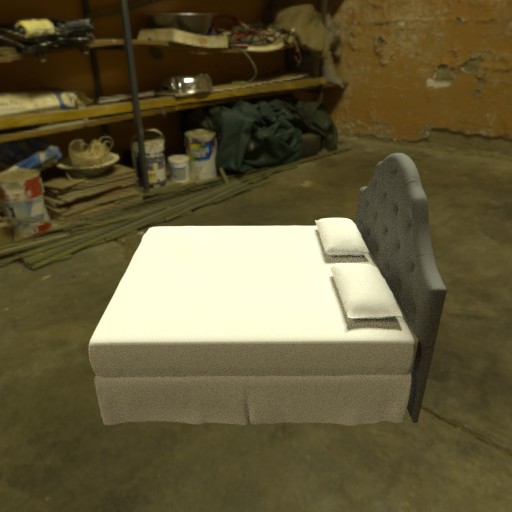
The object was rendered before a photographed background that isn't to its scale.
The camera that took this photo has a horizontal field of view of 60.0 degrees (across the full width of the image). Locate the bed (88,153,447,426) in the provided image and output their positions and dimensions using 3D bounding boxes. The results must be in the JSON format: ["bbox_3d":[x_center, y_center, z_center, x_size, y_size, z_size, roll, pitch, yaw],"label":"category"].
[{"bbox_3d":[0.000,0.000,3.560,2.214,1.615,2.008,0,27,-1],"label":"bed"}]
